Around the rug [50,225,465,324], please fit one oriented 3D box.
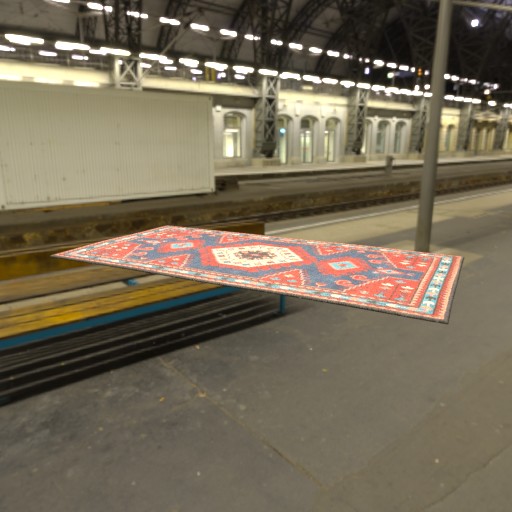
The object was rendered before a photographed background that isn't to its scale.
[{"bbox_3d":[0.000,0.000,3.623,3.032,0.034,1.522,7,16,26],"label":"rug"}]
